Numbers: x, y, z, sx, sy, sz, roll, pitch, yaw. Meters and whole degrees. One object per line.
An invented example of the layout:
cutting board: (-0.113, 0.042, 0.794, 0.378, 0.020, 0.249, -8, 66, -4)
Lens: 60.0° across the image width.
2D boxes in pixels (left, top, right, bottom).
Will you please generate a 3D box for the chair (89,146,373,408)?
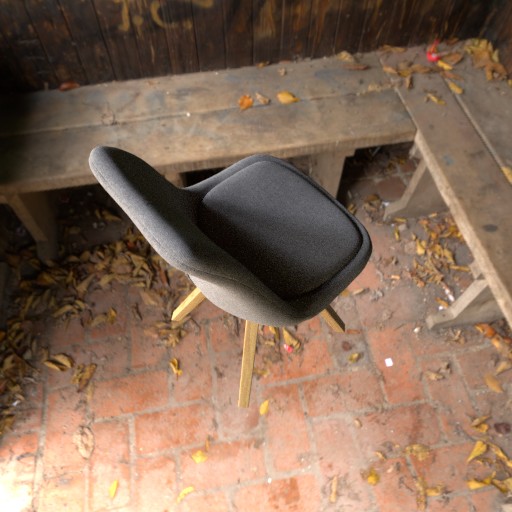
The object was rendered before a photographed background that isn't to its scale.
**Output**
chair: (0.000, 0.000, 1.162, 0.550, 0.865, 0.483, -35, 64, -19)
